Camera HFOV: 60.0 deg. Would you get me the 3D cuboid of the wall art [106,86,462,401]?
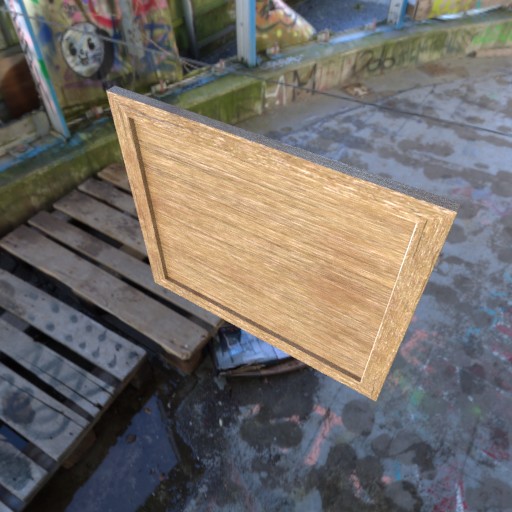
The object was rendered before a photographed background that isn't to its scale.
[{"bbox_3d":[0.000,0.000,0.974,0.690,0.588,0.026,25,51,22],"label":"wall art"}]
